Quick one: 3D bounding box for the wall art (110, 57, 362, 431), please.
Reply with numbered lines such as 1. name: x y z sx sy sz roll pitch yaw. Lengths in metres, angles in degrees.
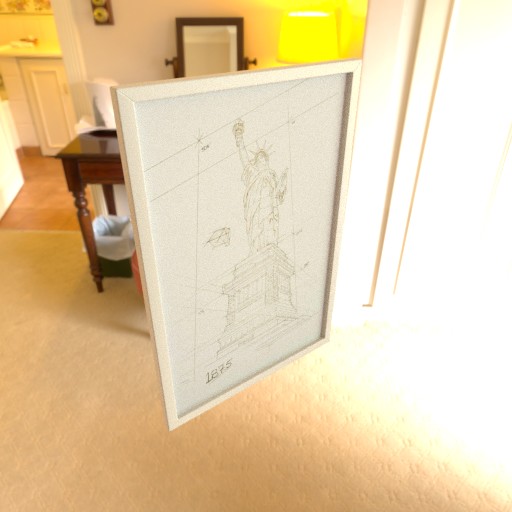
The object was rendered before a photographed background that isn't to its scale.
1. wall art: 0.000 0.000 1.512 0.808 1.183 0.038 -21 37 -30
